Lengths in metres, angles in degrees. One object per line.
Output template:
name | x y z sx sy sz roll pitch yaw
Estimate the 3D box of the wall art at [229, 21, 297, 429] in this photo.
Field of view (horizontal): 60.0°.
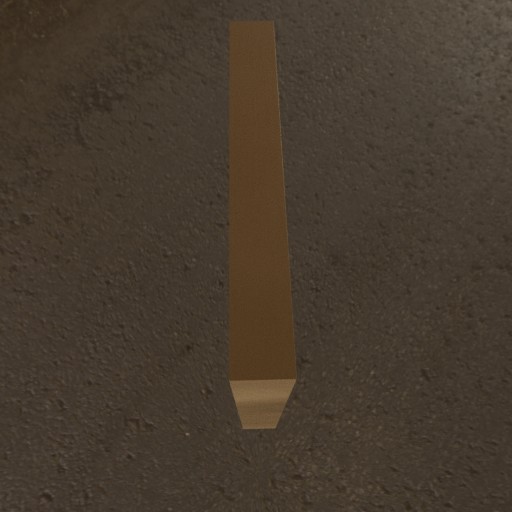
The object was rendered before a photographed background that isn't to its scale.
wall art | 0.000 0.000 0.453 0.038 0.303 0.305 -1 64 -1
